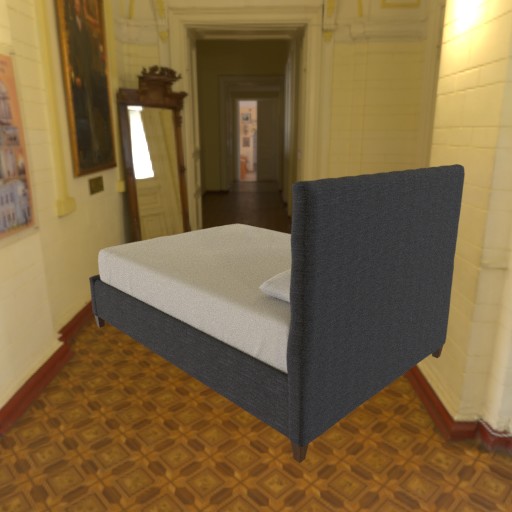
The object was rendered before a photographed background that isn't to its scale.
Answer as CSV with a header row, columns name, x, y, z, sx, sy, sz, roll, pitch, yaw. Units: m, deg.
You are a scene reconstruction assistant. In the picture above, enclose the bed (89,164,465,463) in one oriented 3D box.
name,x,y,z,sx,sy,sz,roll,pitch,yaw
bed,0.000,0.000,3.433,1.698,1.427,2.387,-14,21,-42
